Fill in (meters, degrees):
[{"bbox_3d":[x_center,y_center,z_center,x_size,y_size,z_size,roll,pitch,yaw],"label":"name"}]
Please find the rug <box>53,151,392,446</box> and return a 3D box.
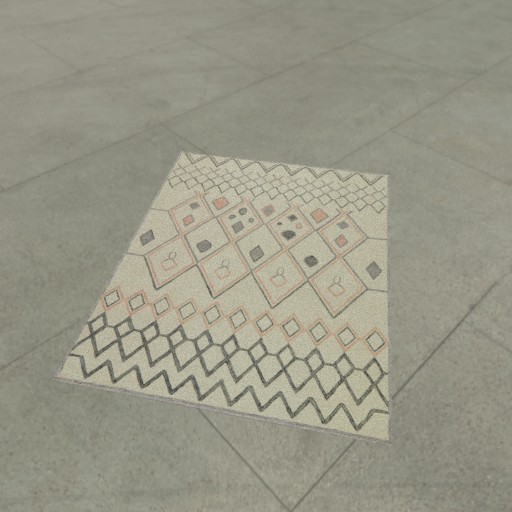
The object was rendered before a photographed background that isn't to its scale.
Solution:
[{"bbox_3d":[0.000,0.000,4.116,2.441,0.016,3.050,8,47,8],"label":"rug"}]
